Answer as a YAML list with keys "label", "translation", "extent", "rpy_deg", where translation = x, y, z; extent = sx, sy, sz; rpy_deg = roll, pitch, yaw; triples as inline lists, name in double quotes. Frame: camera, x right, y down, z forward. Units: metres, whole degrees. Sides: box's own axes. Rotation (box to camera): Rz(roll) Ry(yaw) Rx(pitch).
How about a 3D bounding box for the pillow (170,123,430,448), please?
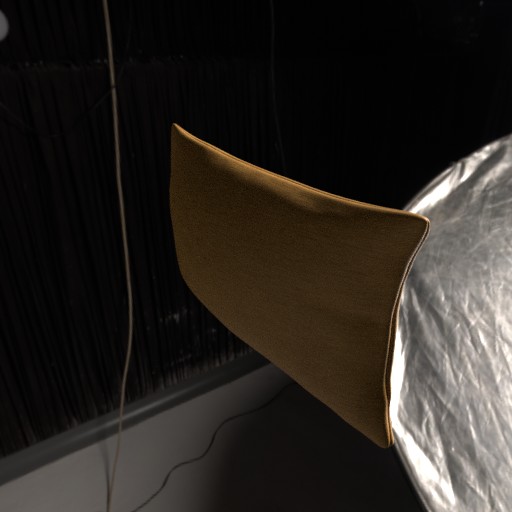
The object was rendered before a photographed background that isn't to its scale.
- label: "pillow"
  translation: [0.000, 0.000, 0.771]
  extent: [0.210, 0.354, 0.634]
  rpy_deg: [-17, 32, -31]
